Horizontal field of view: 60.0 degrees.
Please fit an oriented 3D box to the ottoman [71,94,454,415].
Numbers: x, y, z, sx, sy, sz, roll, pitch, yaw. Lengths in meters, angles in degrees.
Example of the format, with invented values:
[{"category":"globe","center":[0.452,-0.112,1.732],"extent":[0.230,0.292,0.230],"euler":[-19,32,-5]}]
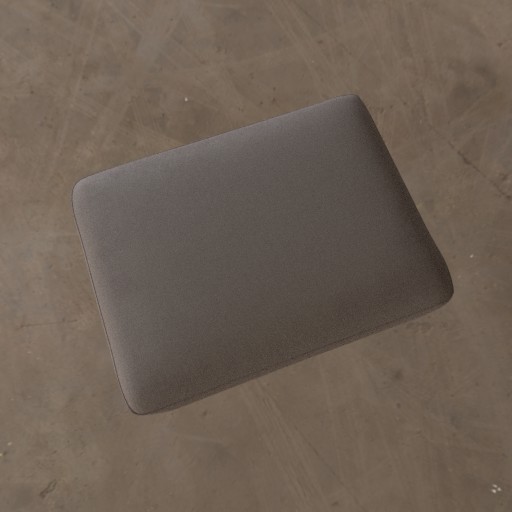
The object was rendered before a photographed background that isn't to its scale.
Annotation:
[{"category":"ottoman","center":[0.000,0.000,1.207],"extent":[0.811,0.449,0.608],"euler":[-19,75,-5]}]
